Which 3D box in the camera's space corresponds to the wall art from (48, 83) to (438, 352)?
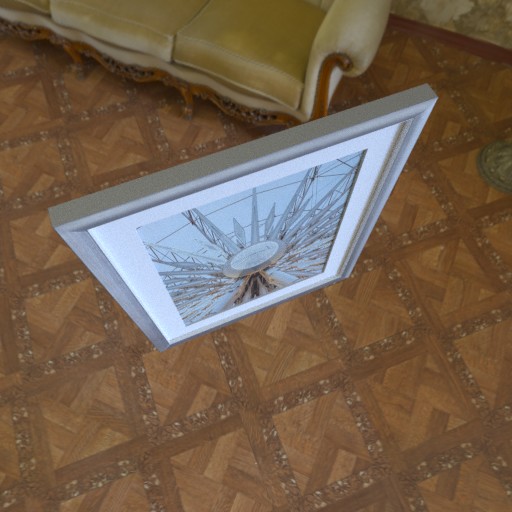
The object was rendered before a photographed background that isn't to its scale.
[{"bbox_3d":[0.000,0.000,0.745,0.458,0.558,0.029,-21,67,-9],"label":"wall art"}]
